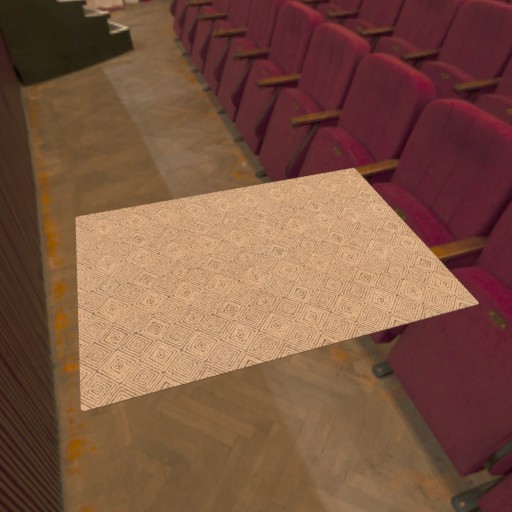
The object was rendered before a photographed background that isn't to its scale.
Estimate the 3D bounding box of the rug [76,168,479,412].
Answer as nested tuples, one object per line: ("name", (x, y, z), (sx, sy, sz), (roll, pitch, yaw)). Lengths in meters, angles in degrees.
("rug", (0.000, 0.000, 2.906), (2.238, 0.008, 1.593), (-12, 43, -13))
